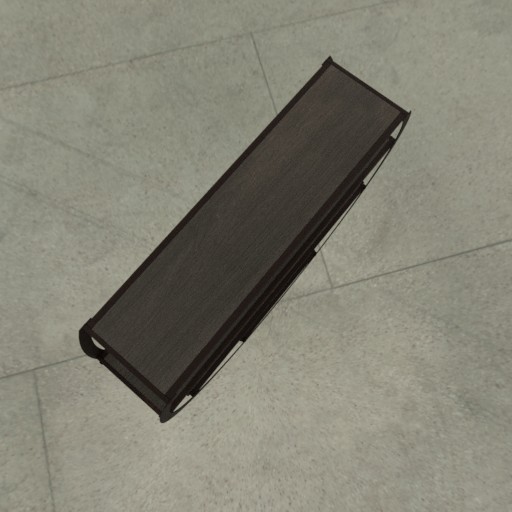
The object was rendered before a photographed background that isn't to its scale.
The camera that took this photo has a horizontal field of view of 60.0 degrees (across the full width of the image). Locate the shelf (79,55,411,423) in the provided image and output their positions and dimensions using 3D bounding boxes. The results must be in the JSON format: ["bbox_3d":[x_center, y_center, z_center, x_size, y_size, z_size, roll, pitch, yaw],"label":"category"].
[{"bbox_3d":[0.000,0.000,1.897,0.344,1.063,1.403,39,79,9],"label":"shelf"}]
